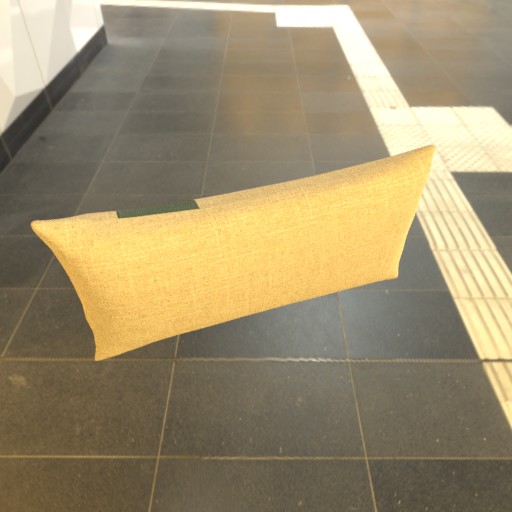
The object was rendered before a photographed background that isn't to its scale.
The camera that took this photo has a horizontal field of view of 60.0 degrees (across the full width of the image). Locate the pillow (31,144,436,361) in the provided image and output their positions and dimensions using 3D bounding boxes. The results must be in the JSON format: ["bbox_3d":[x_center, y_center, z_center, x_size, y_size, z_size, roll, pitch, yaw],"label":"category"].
[{"bbox_3d":[0.000,0.000,1.042,0.859,0.429,0.197,-13,43,-14],"label":"pillow"}]
